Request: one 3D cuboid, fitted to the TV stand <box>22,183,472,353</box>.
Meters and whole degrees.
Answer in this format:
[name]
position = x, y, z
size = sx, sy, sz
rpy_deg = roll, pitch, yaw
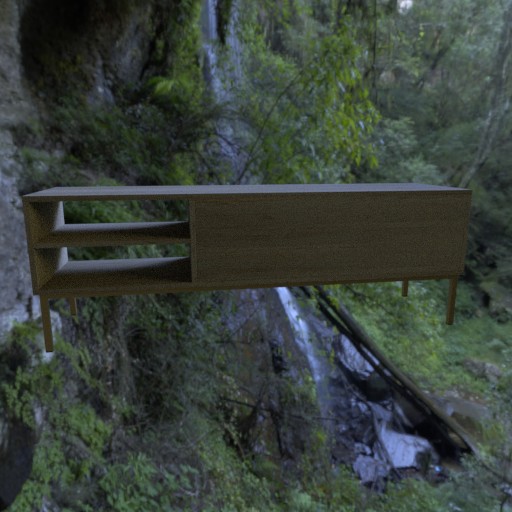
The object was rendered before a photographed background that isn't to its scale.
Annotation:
[TV stand]
position = 0.000, 0.000, 1.818
size = 1.600, 0.550, 0.420
rpy_deg = -2, 13, -9
